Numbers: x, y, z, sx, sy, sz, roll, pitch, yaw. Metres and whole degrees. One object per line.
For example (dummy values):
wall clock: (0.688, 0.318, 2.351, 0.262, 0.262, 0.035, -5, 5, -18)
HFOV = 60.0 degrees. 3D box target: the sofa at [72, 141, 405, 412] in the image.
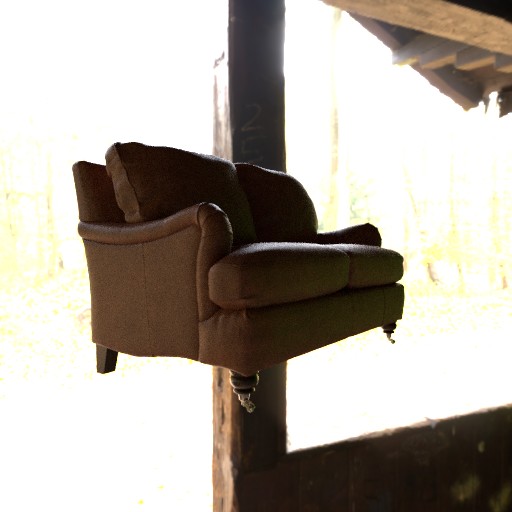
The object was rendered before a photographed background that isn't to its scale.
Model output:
sofa: (0.000, 0.000, 2.264, 1.077, 1.004, 1.527, 1, 1, 37)
